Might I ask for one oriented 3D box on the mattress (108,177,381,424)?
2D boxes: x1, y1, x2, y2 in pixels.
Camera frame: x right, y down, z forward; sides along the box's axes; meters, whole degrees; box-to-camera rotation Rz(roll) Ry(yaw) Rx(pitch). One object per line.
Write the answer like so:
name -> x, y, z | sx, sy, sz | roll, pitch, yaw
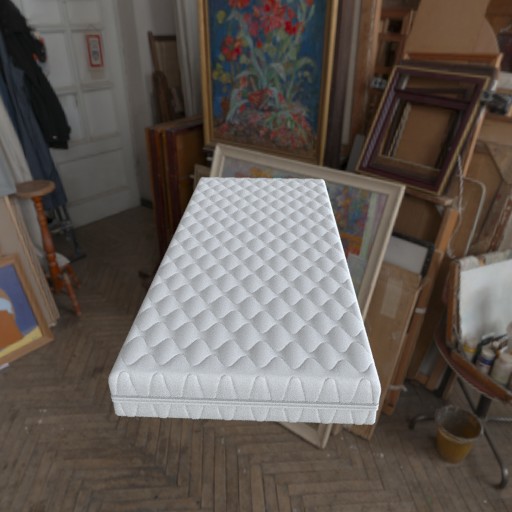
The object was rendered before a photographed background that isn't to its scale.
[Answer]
mattress -> 0.000, 0.000, 2.343 | 0.900, 0.200, 2.000 | 1, 29, 2
